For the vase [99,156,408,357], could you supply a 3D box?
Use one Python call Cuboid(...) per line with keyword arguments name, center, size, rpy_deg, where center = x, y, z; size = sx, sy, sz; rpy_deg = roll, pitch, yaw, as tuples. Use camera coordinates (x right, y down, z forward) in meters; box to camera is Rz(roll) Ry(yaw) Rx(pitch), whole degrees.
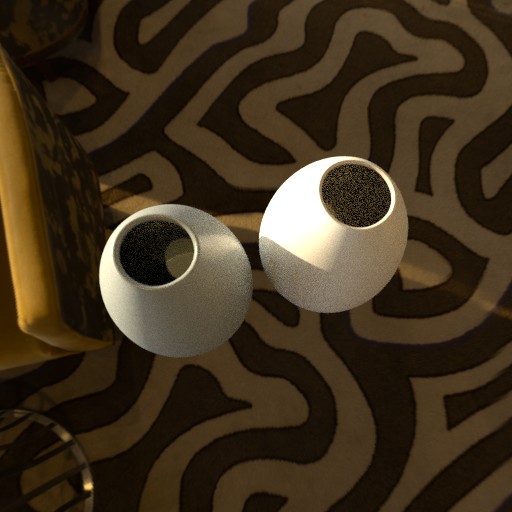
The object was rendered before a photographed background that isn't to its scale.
Cuboid(name="vase", center=(0.000, 0.000, 0.265), size=(0.187, 0.131, 0.089), rpy_deg=(-16, 76, -4))
